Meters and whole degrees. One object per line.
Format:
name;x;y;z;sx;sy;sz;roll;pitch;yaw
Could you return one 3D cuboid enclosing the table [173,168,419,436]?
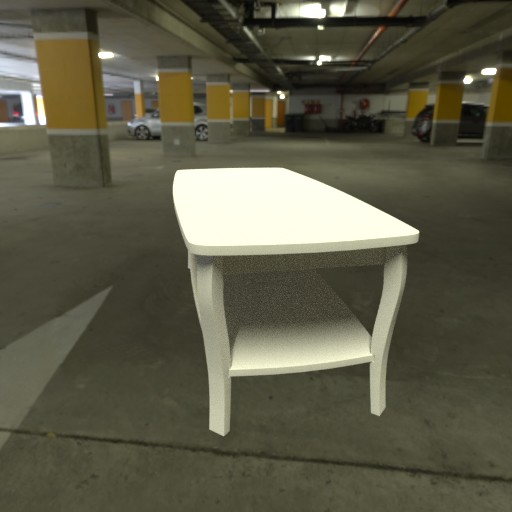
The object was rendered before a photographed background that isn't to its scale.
table;0.000;0.000;1.593;0.561;0.474;1.334;-3;18;-10
